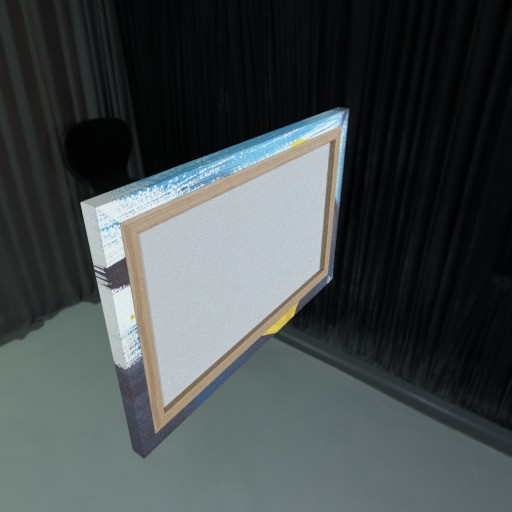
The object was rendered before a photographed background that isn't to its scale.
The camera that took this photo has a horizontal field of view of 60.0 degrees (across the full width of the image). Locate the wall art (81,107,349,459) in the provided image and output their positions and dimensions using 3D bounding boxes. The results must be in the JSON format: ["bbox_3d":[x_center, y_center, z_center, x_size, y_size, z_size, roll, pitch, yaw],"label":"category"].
[{"bbox_3d":[0.000,0.000,1.173,0.039,0.610,0.914,19,35,30],"label":"wall art"}]
